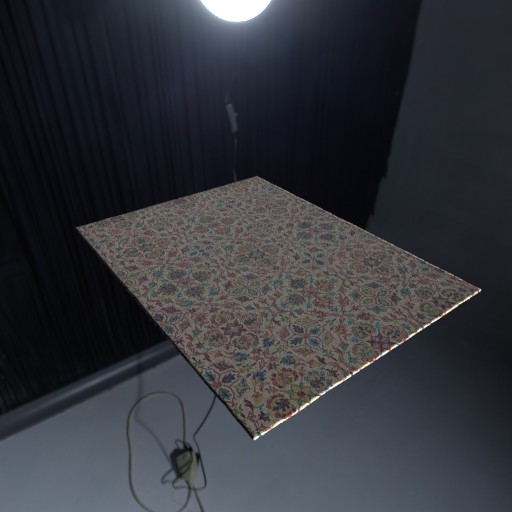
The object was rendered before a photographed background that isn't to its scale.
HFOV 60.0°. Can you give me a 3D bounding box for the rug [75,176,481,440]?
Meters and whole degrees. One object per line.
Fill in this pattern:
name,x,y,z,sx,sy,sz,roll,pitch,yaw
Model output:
rug,0.000,0.000,4.282,2.446,0.020,3.215,-22,38,-31
